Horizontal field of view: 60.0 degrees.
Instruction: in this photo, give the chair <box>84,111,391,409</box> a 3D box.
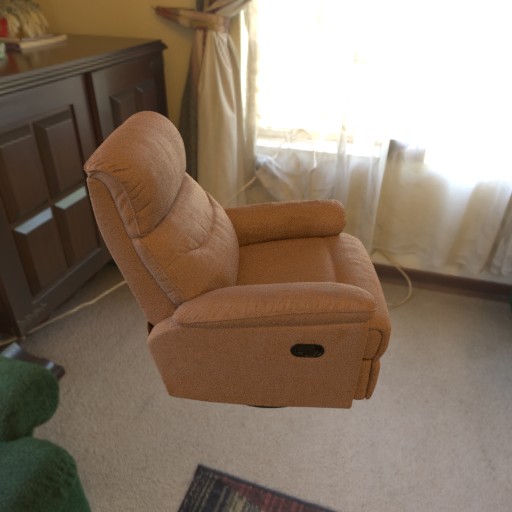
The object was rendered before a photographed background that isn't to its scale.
[{"bbox_3d":[0.000,0.000,1.760,1.004,1.037,0.820,1,32,1],"label":"chair"}]
